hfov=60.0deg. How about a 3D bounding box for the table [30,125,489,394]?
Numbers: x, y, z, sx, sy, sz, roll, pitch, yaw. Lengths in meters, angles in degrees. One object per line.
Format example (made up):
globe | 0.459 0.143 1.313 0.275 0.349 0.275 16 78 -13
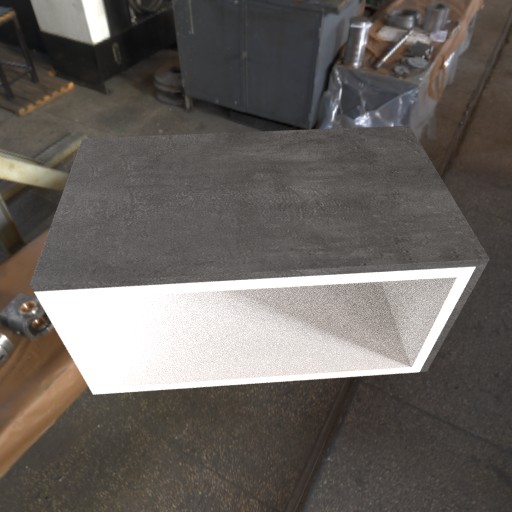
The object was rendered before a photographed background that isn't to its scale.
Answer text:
table | 0.000 0.000 0.936 0.700 0.350 0.400 -3 47 -3
